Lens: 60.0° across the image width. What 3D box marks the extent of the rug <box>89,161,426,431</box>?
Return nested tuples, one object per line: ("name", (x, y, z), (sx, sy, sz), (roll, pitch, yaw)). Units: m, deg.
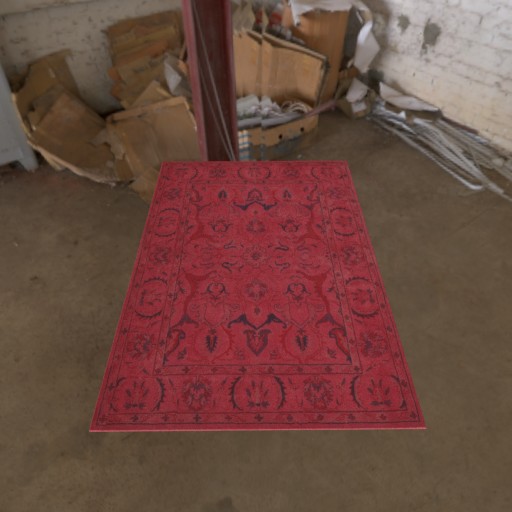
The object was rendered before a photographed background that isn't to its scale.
("rug", (0.000, 0.000, 2.245), (1.209, 0.008, 1.814), (0, 43, 0))
